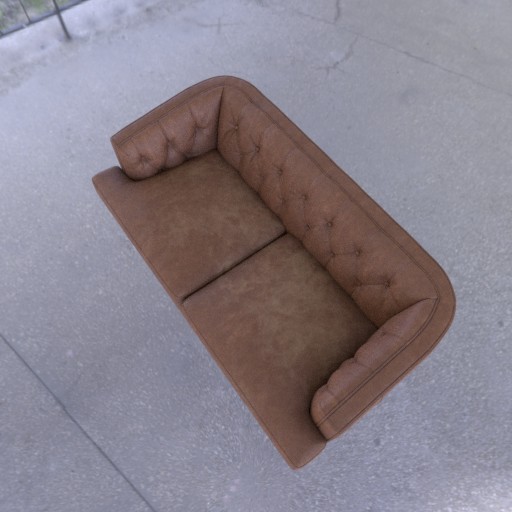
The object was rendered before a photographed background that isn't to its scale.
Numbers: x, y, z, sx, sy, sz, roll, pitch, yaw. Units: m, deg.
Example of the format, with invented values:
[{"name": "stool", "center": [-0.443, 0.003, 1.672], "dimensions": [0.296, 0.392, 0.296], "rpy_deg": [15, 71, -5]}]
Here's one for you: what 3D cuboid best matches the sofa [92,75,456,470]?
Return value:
[{"name": "sofa", "center": [0.000, 0.000, 2.211], "dimensions": [0.914, 0.786, 1.755], "rpy_deg": [-33, 68, -16]}]
